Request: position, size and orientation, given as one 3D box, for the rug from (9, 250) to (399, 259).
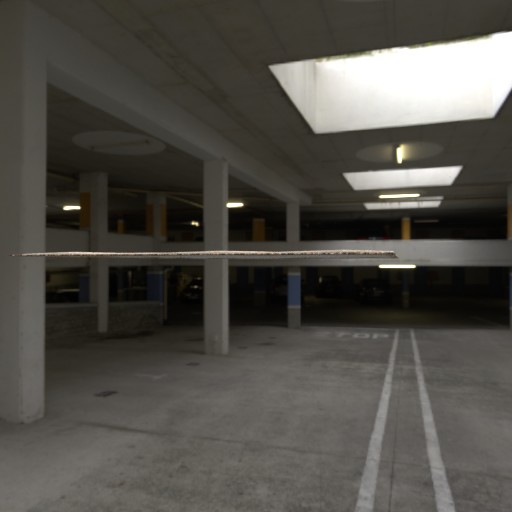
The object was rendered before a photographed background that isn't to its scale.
[{"bbox_3d":[0.000,0.000,3.962,2.426,0.034,3.061,0,-1,18],"label":"rug"}]
